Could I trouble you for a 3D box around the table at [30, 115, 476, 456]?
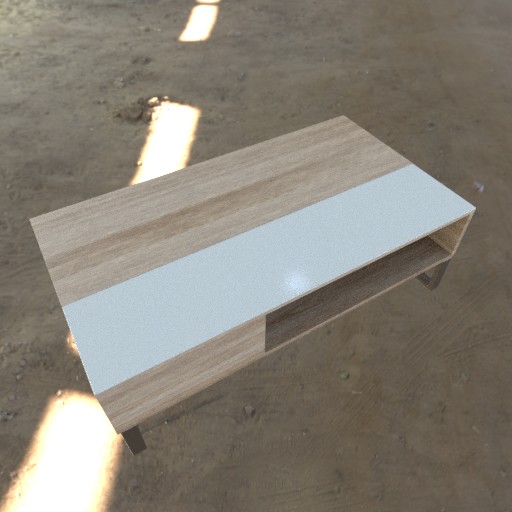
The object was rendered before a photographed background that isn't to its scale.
[{"bbox_3d":[0.000,0.000,1.369,1.100,0.350,0.600,-23,51,-21],"label":"table"}]
